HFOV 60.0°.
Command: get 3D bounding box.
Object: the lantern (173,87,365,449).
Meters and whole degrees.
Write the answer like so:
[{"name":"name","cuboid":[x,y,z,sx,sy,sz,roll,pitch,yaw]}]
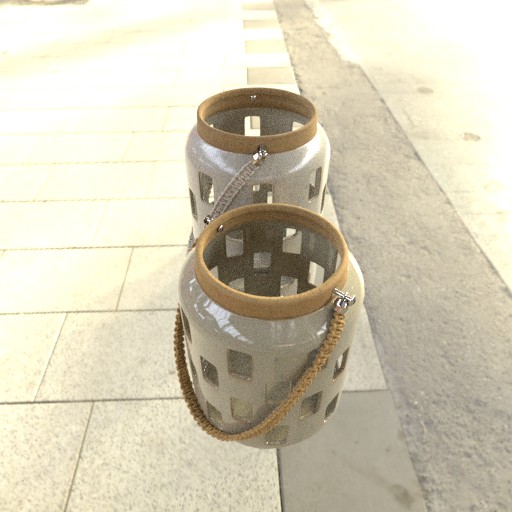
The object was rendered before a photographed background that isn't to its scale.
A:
[{"name":"lantern","cuboid":[0.000,0.000,0.487,0.184,0.255,0.347,-3,42,-3]}]
